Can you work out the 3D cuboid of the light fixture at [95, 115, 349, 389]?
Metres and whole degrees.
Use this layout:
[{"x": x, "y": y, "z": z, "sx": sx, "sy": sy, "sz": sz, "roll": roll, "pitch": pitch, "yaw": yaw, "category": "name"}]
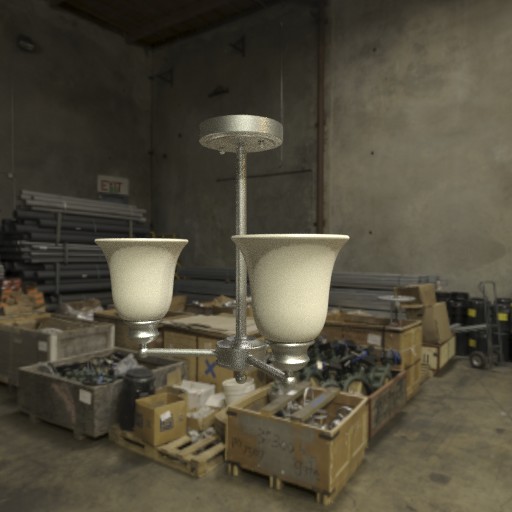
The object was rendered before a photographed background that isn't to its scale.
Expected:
[{"x": 0.000, "y": 0.000, "z": 0.671, "sx": 0.388, "sy": 0.370, "sz": 0.354, "roll": 0, "pitch": 1, "yaw": 36, "category": "light fixture"}]
